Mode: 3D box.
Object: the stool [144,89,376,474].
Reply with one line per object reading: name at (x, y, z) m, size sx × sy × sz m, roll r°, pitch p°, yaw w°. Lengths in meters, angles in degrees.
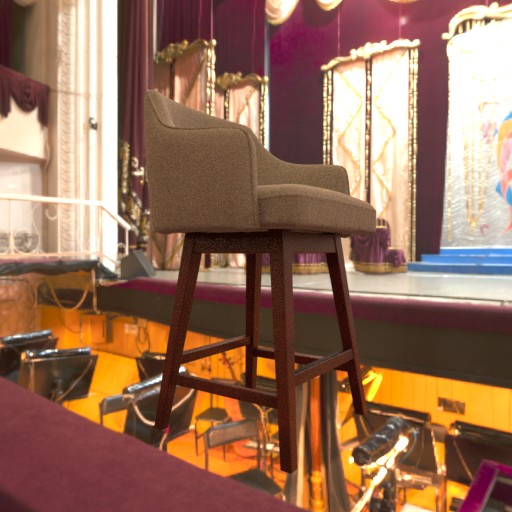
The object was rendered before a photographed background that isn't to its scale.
stool at (0.000, 0.000, 1.288) m, size 0.558 × 0.944 × 0.599 m, roll 0°, pitch 1°, yaw 35°
